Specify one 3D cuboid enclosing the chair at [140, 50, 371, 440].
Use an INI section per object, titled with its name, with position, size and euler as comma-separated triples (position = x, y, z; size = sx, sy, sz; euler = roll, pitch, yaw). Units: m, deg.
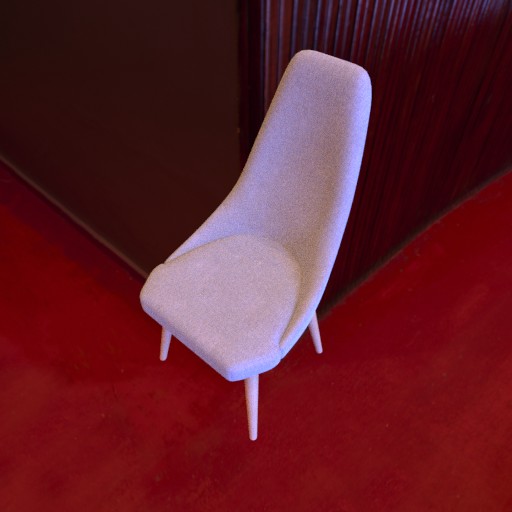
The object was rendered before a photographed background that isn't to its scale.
[chair]
position = 0.000, 0.000, 1.397
size = 0.510, 1.040, 0.660
euler = 32, 55, 27
